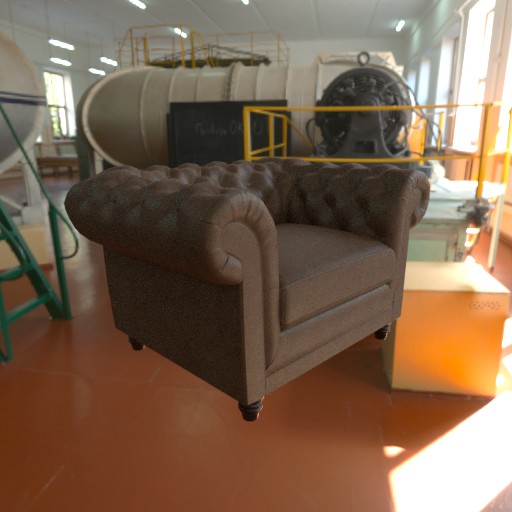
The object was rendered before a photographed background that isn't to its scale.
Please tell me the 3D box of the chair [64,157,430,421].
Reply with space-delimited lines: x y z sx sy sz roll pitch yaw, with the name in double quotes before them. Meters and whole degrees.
"chair" 0.000 0.000 1.910 0.954 0.784 1.298 15 21 43
